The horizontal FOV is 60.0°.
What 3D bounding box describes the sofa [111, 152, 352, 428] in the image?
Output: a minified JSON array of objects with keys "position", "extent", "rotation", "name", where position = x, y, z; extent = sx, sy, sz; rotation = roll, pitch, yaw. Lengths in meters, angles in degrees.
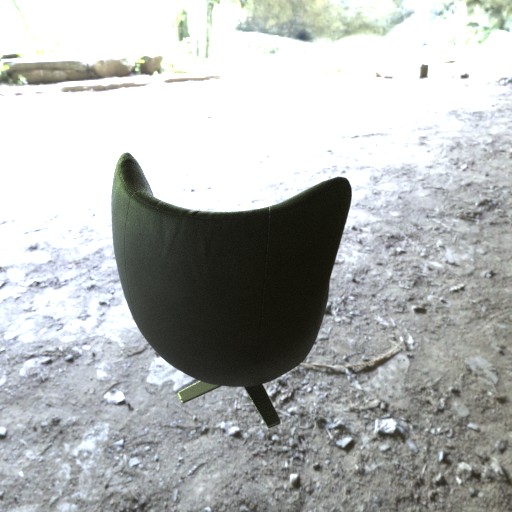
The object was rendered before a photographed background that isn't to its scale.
[{"position":[0.000,0.000,2.119],"extent":[0.894,1.135,1.444],"rotation":[10,32,16],"name":"sofa"}]
